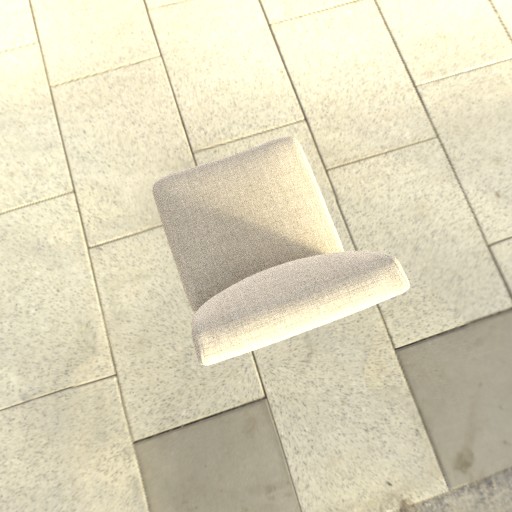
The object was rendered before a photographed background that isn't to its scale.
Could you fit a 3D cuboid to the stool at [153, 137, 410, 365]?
[{"bbox_3d":[0.000,0.000,1.390,0.483,1.106,0.569,-20,77,-5],"label":"stool"}]
